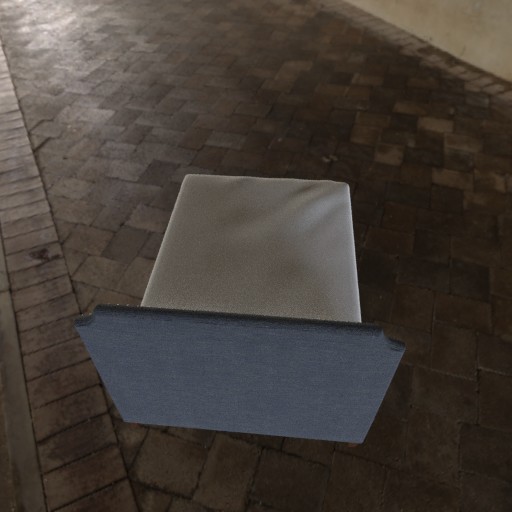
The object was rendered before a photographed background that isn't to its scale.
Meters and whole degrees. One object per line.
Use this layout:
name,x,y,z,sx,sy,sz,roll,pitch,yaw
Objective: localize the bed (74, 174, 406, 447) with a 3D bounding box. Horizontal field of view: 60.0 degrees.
bed,0.000,0.000,3.475,1.713,1.443,2.372,4,46,4
